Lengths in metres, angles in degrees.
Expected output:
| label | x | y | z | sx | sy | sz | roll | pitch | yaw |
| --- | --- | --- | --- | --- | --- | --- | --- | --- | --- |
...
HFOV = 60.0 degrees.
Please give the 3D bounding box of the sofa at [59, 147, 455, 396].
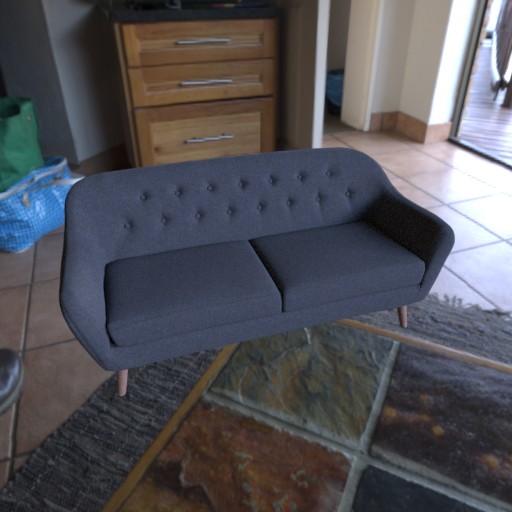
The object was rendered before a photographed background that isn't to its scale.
| label | x | y | z | sx | sy | sz | roll | pitch | yaw |
| --- | --- | --- | --- | --- | --- | --- | --- | --- | --- |
| sofa | 0.000 | 0.000 | 2.298 | 1.840 | 0.820 | 0.820 | -10 | 33 | -15 |
